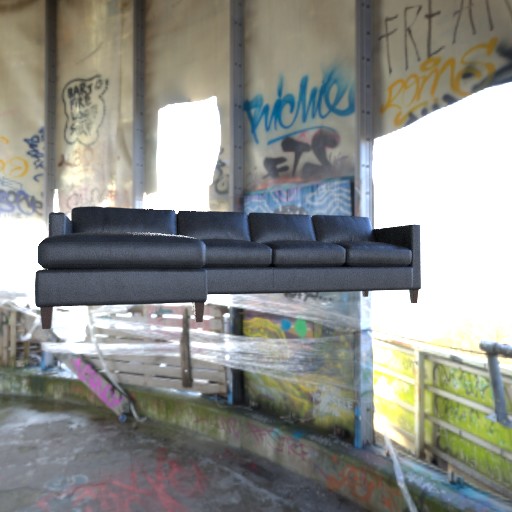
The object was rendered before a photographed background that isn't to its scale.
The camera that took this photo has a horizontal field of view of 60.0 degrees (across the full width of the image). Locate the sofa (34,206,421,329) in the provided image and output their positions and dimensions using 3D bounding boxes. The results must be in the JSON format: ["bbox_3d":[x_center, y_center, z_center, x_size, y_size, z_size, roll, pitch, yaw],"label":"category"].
[{"bbox_3d":[0.000,0.000,3.779,3.203,0.883,1.581,0,-1,-19],"label":"sofa"}]
